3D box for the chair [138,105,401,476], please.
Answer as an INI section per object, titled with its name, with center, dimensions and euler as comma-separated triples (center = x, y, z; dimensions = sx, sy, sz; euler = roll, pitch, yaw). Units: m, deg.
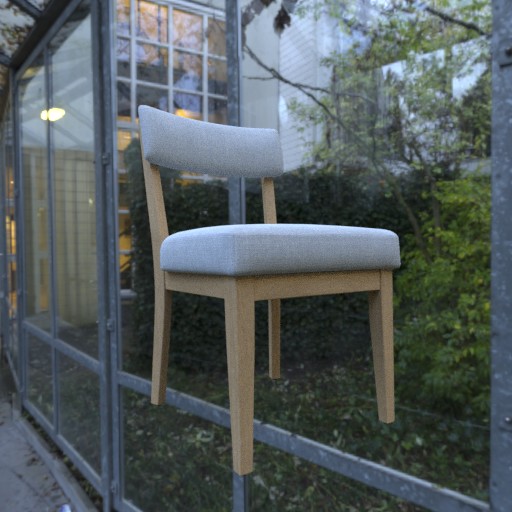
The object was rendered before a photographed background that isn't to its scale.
[chair]
center = 0.000, 0.000, 1.185
dimensions = 0.508, 0.832, 0.572
euler = -1, 2, -35
